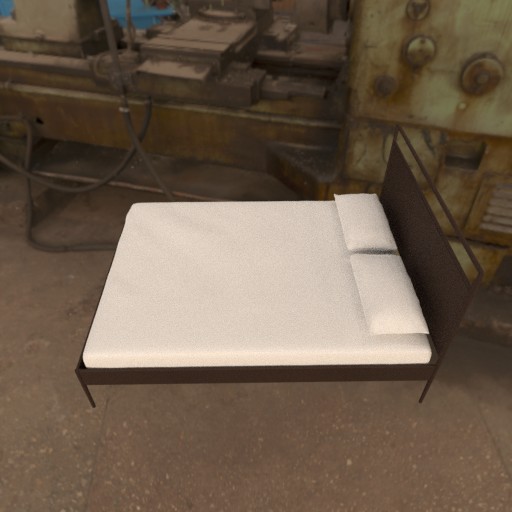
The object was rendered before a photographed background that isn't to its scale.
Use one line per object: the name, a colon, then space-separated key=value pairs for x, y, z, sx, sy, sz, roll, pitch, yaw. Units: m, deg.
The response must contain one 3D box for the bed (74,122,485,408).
bed: x=0.000 y=0.000 z=3.029 sx=2.122 sy=1.173 sz=1.572 roll=-1 pitch=42 yaw=-1
